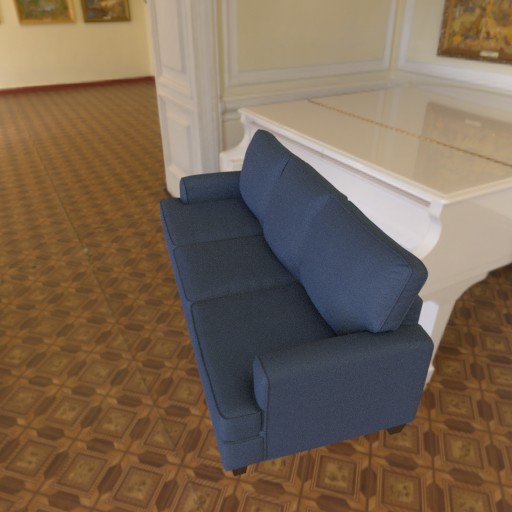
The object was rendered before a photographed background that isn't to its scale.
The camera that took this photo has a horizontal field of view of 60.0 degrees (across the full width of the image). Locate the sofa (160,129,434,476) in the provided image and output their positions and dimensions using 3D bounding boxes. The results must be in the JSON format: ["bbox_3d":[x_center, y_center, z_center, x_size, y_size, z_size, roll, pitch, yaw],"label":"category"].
[{"bbox_3d":[0.000,0.000,2.639,0.951,0.965,2.158,-9,32,-14],"label":"sofa"}]
